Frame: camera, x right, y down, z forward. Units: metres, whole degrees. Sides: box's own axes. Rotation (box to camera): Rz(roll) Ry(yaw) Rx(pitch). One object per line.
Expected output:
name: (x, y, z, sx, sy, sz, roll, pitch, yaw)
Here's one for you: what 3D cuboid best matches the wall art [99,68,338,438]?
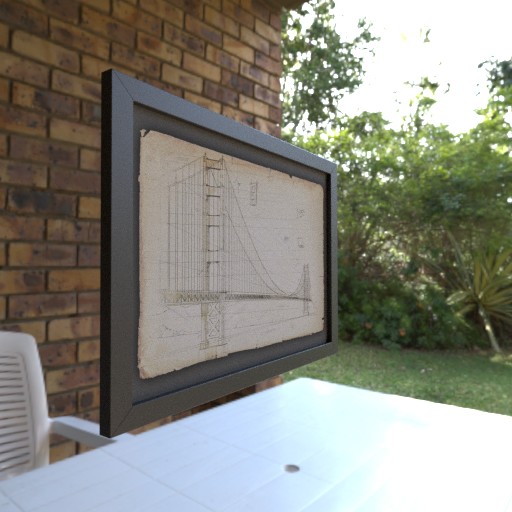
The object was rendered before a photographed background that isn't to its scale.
wall art: (0.000, 0.000, 0.545, 0.016, 0.306, 0.432, -1, -1, 36)
